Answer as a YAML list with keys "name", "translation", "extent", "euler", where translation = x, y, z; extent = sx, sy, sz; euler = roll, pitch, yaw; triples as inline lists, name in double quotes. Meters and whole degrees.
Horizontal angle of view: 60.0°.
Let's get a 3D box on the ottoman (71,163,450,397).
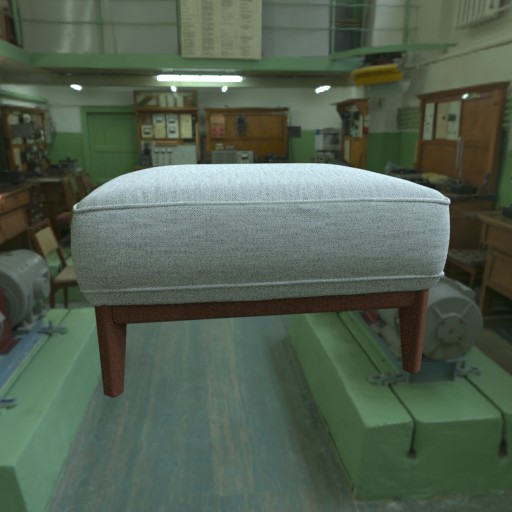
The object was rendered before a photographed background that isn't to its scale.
- name: "ottoman"
  translation: [0.000, 0.000, 1.171]
  extent: [0.794, 0.465, 0.594]
  euler: [-2, 16, -8]
